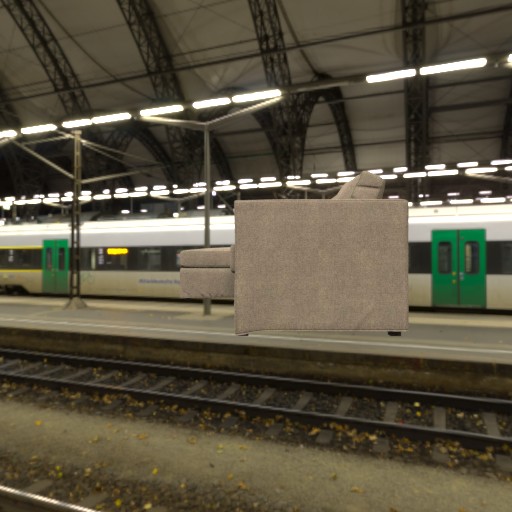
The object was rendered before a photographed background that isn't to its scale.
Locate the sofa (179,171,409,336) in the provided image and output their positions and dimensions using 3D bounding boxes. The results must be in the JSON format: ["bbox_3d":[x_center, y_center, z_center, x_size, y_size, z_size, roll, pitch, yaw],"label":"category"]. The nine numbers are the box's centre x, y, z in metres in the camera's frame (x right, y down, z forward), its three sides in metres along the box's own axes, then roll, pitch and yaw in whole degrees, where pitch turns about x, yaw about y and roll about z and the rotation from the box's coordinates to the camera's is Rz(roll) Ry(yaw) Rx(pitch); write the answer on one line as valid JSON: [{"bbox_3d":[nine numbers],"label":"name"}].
[{"bbox_3d":[0.000,0.000,3.923,1.650,0.922,3.205,0,-1,1],"label":"sofa"}]
